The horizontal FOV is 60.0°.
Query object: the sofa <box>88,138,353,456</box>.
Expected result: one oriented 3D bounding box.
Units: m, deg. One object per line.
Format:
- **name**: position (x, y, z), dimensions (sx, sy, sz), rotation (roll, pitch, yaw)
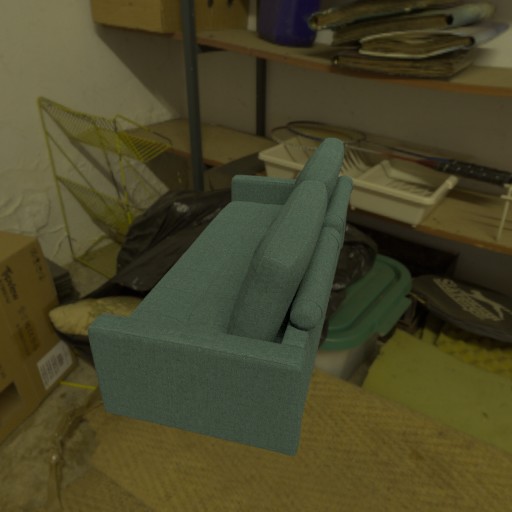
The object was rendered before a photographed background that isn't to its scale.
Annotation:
- **sofa**: position (0.000, 0.000, 2.610), dimensions (0.966, 1.050, 2.010), rotation (8, 30, 13)
